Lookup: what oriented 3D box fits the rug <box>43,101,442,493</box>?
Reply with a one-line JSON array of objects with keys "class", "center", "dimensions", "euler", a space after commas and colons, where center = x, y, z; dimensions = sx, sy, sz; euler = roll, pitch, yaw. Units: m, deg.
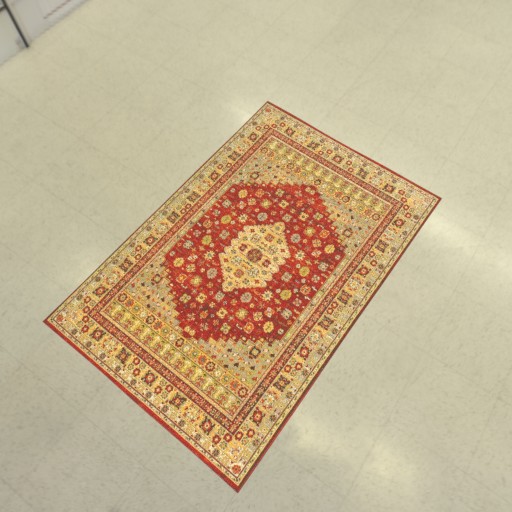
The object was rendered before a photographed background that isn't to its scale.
[{"class": "rug", "center": [0.000, 0.000, 2.279], "dimensions": [1.194, 0.013, 1.802], "euler": [34, 68, 16]}]
